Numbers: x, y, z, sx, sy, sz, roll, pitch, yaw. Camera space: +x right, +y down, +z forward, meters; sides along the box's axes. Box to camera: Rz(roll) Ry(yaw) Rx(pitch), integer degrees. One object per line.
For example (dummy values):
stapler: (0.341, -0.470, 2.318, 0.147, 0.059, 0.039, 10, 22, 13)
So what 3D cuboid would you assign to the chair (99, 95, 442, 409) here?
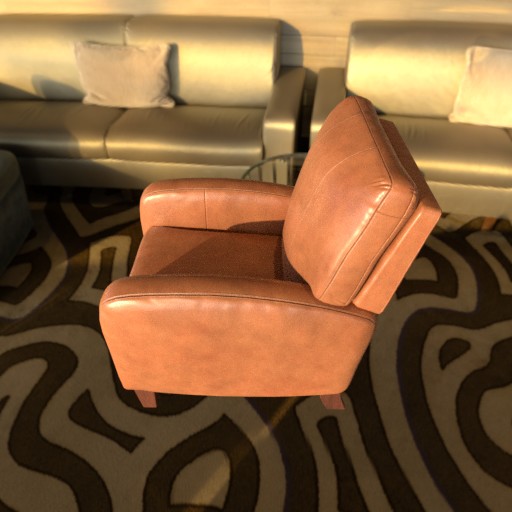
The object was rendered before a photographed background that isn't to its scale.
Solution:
chair: (0.000, 0.000, 1.647, 0.990, 0.990, 0.762, 0, 40, 1)
